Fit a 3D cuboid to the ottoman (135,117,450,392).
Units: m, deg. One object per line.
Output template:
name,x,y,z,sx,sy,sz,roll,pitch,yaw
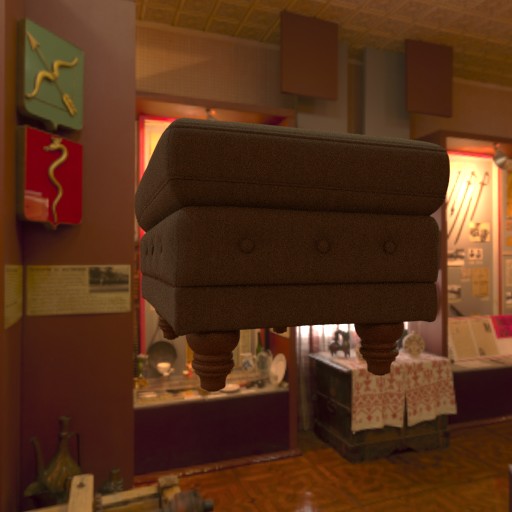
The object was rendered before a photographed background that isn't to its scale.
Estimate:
ottoman,0.000,0.000,1.140,0.569,0.500,0.771,0,-1,-19
